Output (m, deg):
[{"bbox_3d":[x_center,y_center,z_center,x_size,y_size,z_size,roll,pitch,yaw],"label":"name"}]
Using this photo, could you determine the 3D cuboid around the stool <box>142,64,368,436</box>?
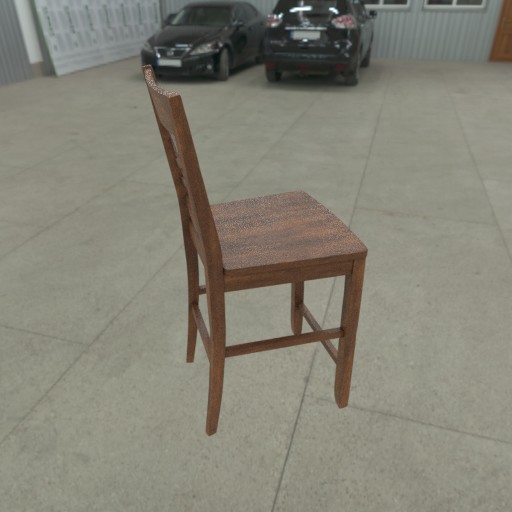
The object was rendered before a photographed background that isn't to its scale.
[{"bbox_3d":[0.000,0.000,1.391,0.539,1.079,0.462,-10,32,-16],"label":"stool"}]
